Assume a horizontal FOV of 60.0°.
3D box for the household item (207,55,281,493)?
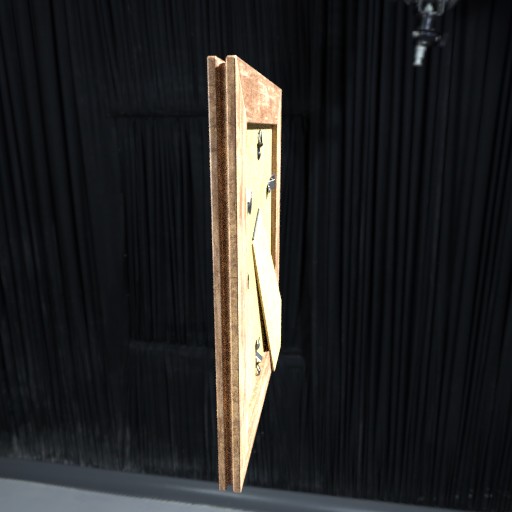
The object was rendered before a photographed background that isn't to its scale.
[{"bbox_3d":[0.000,0.000,0.316,0.018,0.237,0.186,3,16,9],"label":"household item"}]
